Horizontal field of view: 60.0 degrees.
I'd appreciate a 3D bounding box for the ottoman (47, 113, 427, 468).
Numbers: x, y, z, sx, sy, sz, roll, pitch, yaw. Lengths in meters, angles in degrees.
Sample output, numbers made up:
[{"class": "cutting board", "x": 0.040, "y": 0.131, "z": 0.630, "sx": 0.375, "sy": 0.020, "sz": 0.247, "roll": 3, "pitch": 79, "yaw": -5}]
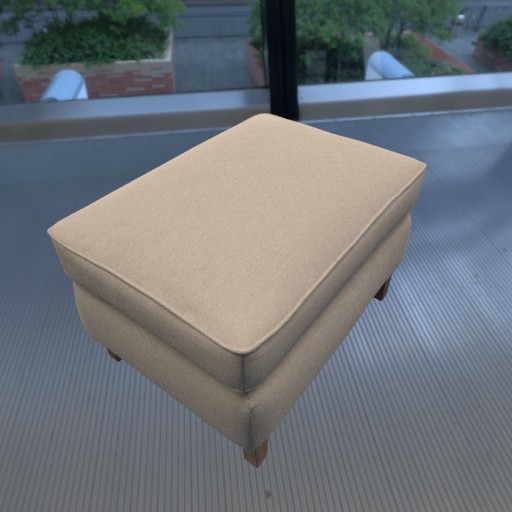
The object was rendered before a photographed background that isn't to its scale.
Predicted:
[{"class": "ottoman", "x": 0.000, "y": 0.000, "z": 0.980, "sx": 0.501, "sy": 0.456, "sz": 0.665, "roll": 26, "pitch": 47, "yaw": 27}]
